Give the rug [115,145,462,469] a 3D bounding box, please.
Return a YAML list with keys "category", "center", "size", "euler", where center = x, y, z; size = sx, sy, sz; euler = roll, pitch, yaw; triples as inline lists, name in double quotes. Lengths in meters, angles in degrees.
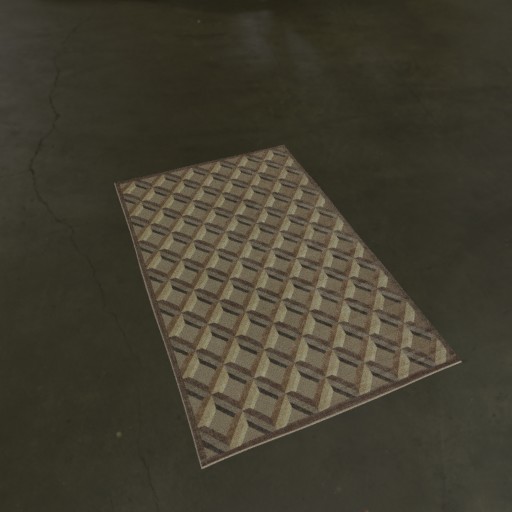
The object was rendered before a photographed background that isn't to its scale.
- category: "rug"
  center: [0.000, 0.000, 2.134]
  size: [1.066, 0.011, 1.677]
  euler: [-16, 48, -15]
